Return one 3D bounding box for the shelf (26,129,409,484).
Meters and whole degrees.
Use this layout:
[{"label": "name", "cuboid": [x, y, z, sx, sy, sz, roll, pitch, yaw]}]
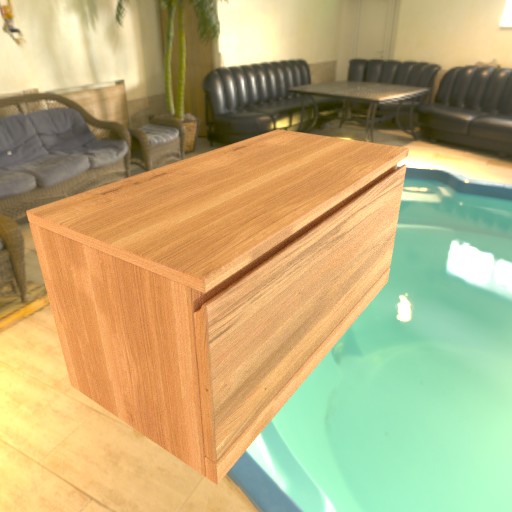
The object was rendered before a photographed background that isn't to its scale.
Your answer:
[{"label": "shelf", "cuboid": [0.000, 0.000, 1.038, 0.400, 0.400, 0.800, 18, 33, 30]}]
